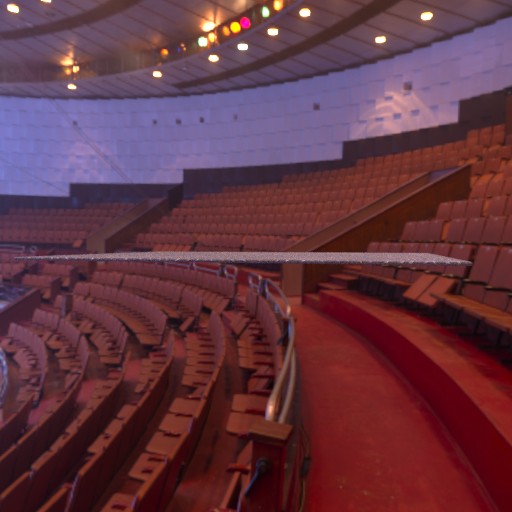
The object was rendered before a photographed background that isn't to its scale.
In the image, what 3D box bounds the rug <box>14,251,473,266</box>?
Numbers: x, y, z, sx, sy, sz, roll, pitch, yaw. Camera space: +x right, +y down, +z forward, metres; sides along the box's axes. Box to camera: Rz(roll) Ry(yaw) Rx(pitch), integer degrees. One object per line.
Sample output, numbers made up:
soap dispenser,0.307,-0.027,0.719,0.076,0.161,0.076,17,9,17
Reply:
rug,0.000,0.000,2.719,2.144,0.015,1.543,0,2,15
